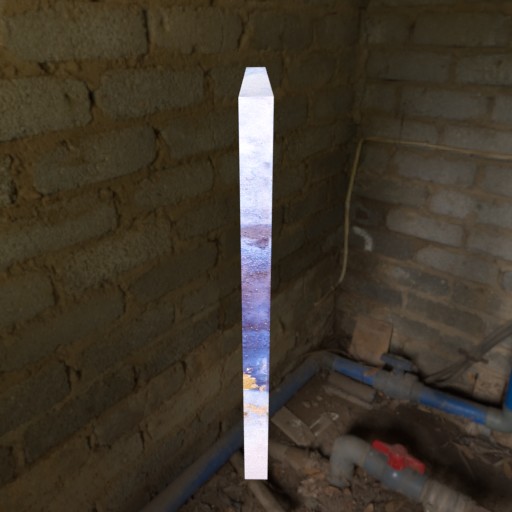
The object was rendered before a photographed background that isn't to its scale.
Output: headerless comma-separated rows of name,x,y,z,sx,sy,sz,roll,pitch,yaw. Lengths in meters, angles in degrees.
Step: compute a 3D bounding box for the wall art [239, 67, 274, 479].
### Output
wall art,0.000,0.000,0.774,0.036,0.581,0.437,0,27,0
